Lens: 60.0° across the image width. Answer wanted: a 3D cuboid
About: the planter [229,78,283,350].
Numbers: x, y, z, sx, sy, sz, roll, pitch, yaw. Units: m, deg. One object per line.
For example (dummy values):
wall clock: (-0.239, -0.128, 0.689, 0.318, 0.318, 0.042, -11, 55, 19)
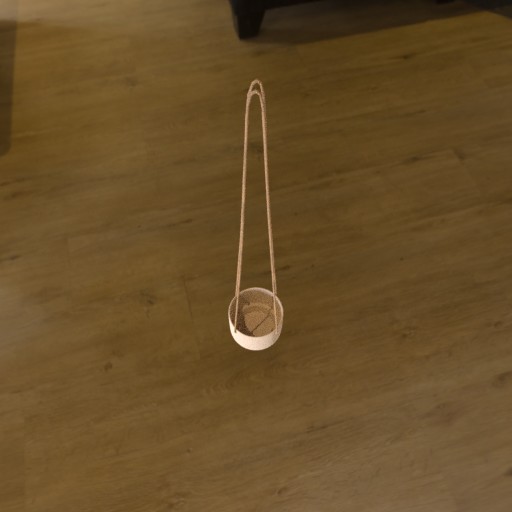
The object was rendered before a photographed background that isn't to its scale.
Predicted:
planter: (0.000, 0.000, 0.923, 0.146, 0.841, 0.146, 1, 59, 0)
